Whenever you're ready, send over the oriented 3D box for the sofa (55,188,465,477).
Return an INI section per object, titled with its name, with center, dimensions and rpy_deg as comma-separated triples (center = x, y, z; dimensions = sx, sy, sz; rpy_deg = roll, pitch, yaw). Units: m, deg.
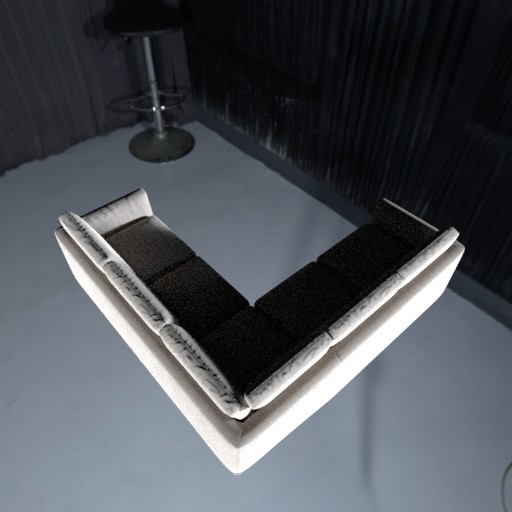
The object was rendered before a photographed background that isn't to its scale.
[sofa]
center = 0.000, 0.000, 3.771
dimensions = 2.438, 0.864, 2.438
rpy_deg = -33, 55, -27
